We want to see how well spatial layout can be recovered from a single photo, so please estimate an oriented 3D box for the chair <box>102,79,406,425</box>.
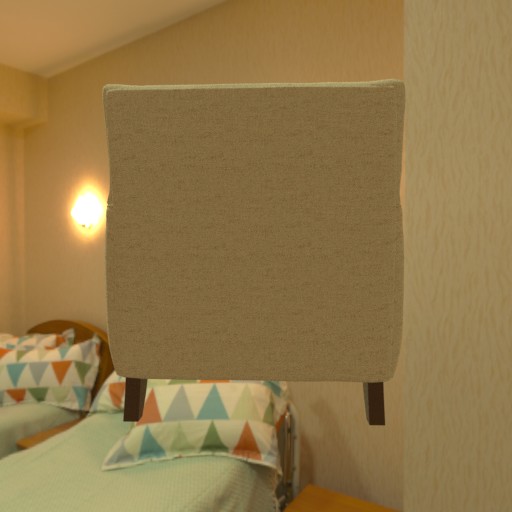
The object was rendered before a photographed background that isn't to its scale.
[{"bbox_3d":[0.000,0.000,1.565,0.870,0.943,0.823,0,0,2],"label":"chair"}]
